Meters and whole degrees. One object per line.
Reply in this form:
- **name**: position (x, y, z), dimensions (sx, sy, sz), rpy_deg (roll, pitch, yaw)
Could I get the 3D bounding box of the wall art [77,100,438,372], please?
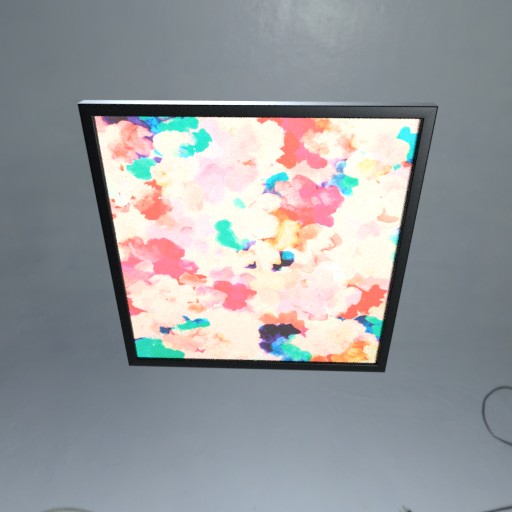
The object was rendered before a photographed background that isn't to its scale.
- **wall art**: position (0.000, 0.000, 1.134), dimensions (0.756, 0.755, 0.036), rpy_deg (1, 30, 2)
